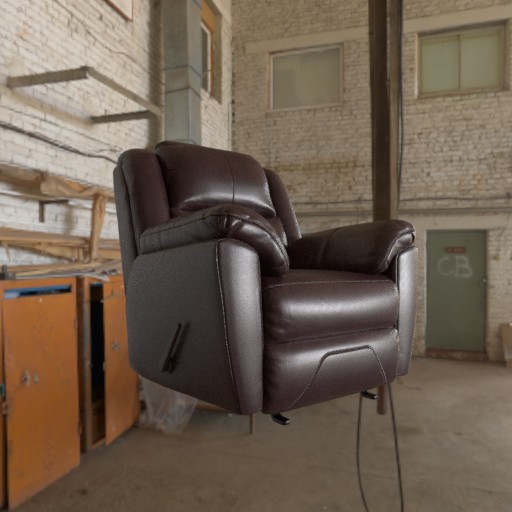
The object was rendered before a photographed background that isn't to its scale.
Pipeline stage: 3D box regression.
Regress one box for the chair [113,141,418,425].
[{"bbox_3d":[0.000,0.000,1.905,0.990,1.093,1.041,1,-1,-37],"label":"chair"}]
